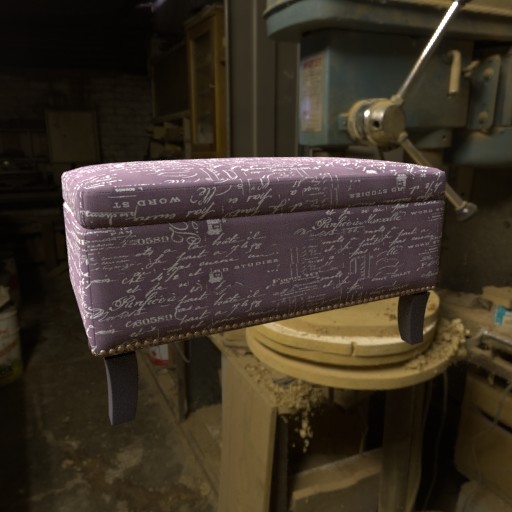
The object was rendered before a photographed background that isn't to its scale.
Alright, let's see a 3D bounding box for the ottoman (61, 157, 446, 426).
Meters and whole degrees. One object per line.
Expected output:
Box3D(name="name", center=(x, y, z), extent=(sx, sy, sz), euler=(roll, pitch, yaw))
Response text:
Box3D(name="ottoman", center=(0.000, 0.000, 1.065), extent=(0.813, 0.457, 0.406), euler=(-7, 17, -25))
